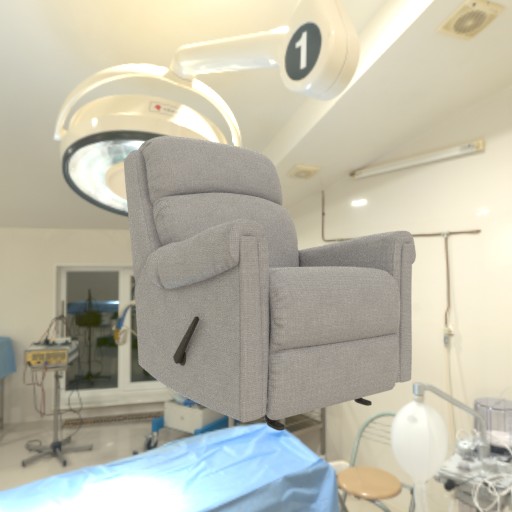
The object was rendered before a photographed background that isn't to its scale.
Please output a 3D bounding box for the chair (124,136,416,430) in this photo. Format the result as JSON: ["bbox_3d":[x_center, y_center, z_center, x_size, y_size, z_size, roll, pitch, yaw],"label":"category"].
[{"bbox_3d":[0.000,0.000,1.786,0.838,1.054,1.014,1,-1,-36],"label":"chair"}]
